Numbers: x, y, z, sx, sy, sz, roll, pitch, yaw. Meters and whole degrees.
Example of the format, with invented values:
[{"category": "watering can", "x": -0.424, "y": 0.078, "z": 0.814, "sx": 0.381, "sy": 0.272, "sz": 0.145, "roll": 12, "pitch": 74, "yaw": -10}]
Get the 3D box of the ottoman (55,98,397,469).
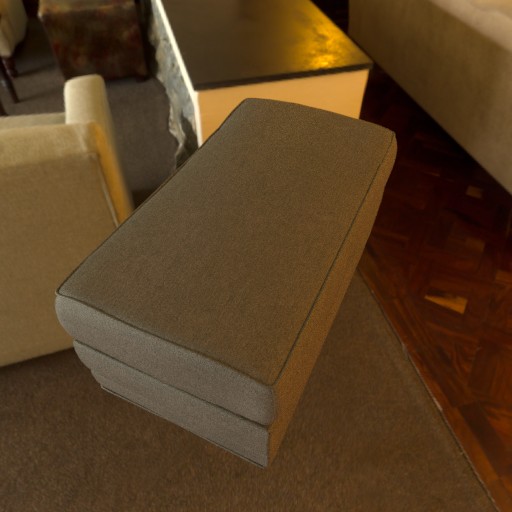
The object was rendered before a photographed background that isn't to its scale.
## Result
[{"category": "ottoman", "x": 0.000, "y": 0.000, "z": 1.149, "sx": 0.490, "sy": 0.448, "sz": 0.864, "roll": 19, "pitch": 50, "yaw": 17}]
